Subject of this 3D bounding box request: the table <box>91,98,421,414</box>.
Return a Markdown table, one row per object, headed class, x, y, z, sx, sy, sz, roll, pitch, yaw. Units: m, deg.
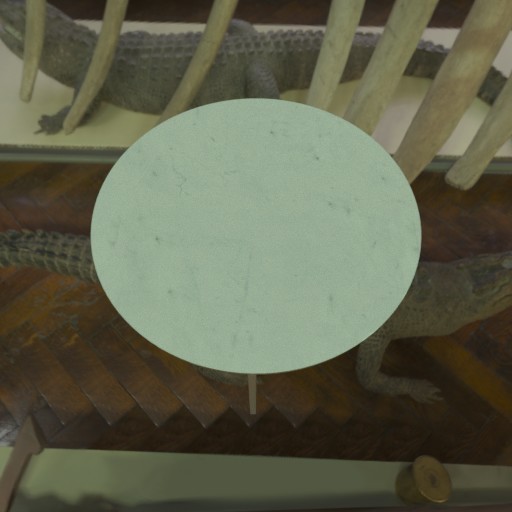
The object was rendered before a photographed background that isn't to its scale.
| class | x | y | z | sx | sy | sz | roll | pitch | yaw |
| --- | --- | --- | --- | --- | --- | --- | --- | --- | --- |
| table | 0.000 | 0.000 | 1.284 | 0.800 | 0.450 | 0.800 | 0 | 60 | 0 |
